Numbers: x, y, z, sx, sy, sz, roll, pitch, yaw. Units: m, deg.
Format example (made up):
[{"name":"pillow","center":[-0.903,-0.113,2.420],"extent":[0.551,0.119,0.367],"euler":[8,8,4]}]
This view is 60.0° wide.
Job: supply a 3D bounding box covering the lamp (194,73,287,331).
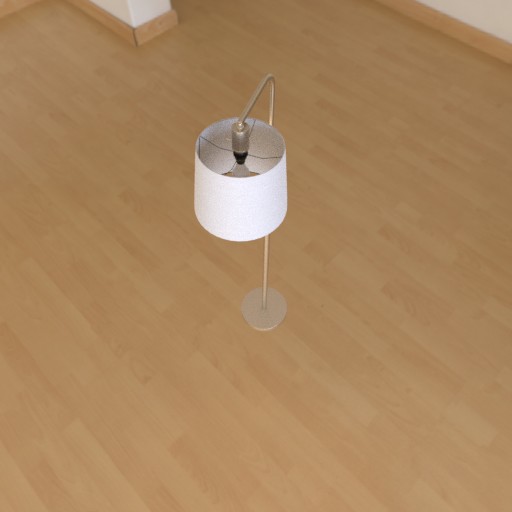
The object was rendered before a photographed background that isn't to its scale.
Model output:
[{"name":"lamp","center":[0.000,0.000,1.673],"extent":[0.254,1.478,0.508],"euler":[17,60,10]}]
